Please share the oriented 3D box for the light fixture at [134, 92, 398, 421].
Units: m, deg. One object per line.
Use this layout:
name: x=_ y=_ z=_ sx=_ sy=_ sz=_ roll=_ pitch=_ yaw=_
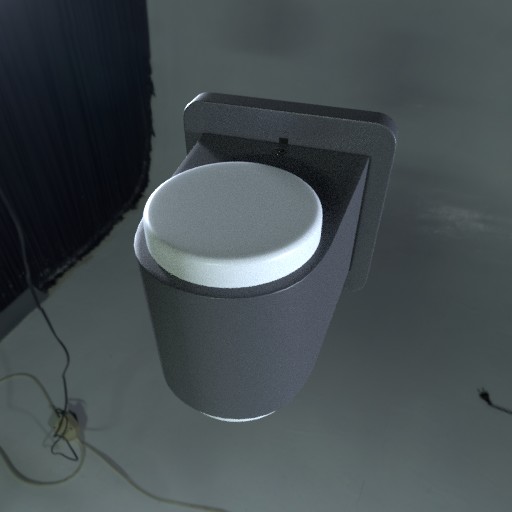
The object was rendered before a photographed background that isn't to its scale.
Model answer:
light fixture: x=0.000 y=0.000 z=0.214 sx=0.109 sy=0.109 sz=0.132 roll=12 pitch=42 yaw=13
